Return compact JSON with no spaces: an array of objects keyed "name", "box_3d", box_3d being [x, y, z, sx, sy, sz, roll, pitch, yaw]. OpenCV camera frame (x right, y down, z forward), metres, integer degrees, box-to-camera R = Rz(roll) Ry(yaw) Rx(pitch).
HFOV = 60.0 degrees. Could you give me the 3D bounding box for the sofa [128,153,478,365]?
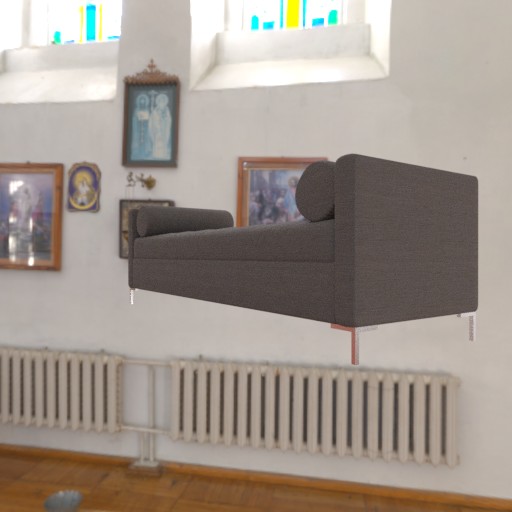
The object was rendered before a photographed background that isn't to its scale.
[{"name":"sofa","box_3d":[0.000,0.000,2.290,0.686,0.635,1.981,0,0,-35]}]
